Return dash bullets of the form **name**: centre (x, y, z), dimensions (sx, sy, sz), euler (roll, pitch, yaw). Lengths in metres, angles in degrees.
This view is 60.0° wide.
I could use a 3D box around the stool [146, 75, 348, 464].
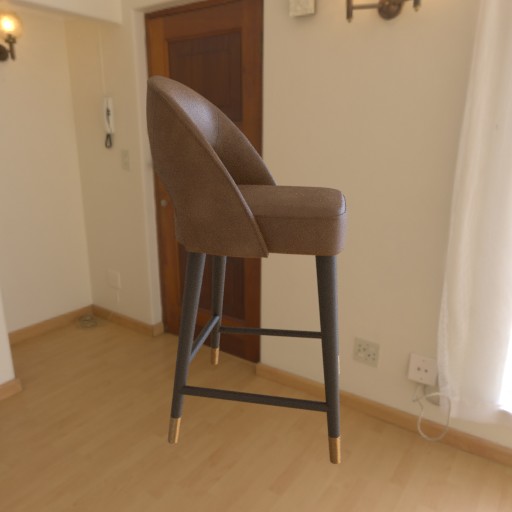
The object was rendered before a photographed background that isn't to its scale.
- **stool**: centre (0.000, 0.000, 1.237), dimensions (0.509, 0.940, 0.494), euler (3, 16, 10)
